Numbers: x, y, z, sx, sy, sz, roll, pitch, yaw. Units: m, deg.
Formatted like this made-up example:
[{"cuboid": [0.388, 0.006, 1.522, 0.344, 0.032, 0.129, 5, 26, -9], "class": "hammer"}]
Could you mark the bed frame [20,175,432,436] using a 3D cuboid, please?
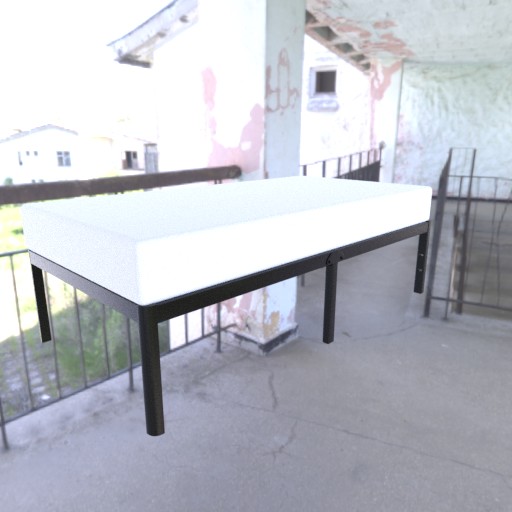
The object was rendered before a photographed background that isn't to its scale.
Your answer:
[{"cuboid": [0.000, 0.000, 2.356, 1.950, 0.659, 1.023, -15, 21, -43], "class": "bed frame"}]
